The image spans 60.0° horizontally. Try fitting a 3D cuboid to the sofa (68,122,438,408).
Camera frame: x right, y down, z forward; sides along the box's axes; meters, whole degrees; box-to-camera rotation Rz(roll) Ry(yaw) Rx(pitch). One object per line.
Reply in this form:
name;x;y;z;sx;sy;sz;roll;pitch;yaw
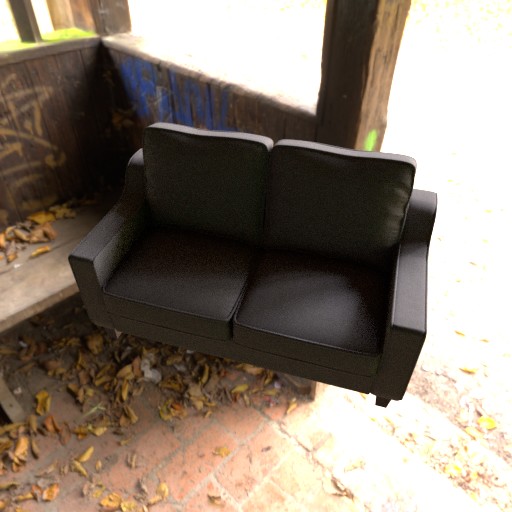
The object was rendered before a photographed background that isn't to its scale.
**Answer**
sofa;0.000;0.000;2.073;1.500;0.948;0.791;11;42;13
